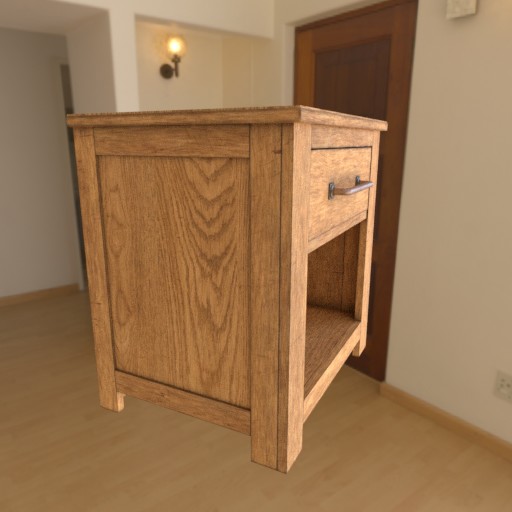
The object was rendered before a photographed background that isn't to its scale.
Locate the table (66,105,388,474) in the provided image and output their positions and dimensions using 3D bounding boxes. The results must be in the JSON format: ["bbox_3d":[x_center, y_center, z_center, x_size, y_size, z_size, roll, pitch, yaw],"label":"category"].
[{"bbox_3d":[0.000,0.000,1.053,0.494,0.625,0.601,7,16,26],"label":"table"}]
